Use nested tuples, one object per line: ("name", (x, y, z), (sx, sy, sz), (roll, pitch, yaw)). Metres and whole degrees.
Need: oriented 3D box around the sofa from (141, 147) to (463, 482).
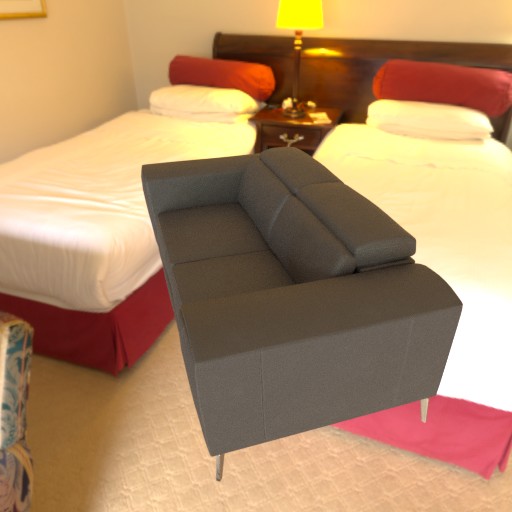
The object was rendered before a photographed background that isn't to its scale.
("sofa", (0.000, 0.000, 2.337), (1.003, 0.779, 1.895), (-9, 32, -15))
